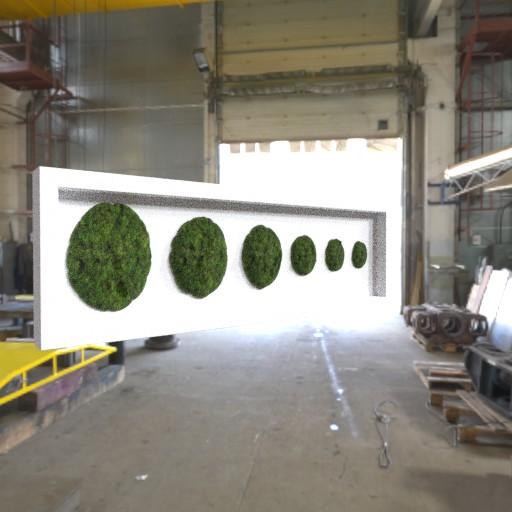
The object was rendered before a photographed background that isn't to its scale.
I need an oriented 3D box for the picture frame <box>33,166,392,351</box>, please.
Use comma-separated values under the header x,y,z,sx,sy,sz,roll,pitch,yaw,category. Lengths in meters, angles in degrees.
x,y,z,sx,sy,sz,roll,pitch,yaw,category
0.000,0.000,0.843,0.759,0.250,0.050,-1,1,-36,picture frame
